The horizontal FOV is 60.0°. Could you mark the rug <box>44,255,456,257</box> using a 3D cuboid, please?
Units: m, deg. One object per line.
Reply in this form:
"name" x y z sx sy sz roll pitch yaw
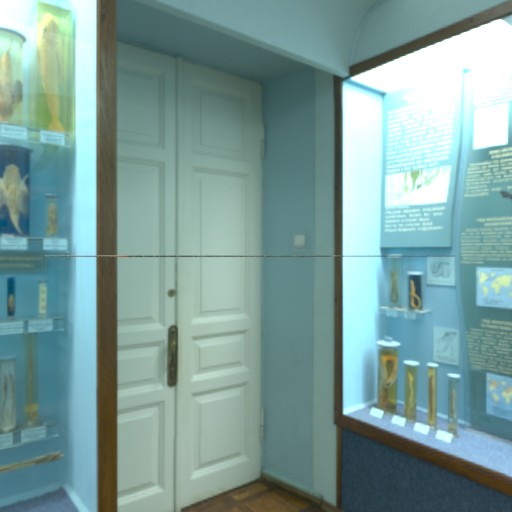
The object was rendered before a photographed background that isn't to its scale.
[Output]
"rug" 0.000 0.000 3.030 2.435 0.006 1.521 0 0 -36
